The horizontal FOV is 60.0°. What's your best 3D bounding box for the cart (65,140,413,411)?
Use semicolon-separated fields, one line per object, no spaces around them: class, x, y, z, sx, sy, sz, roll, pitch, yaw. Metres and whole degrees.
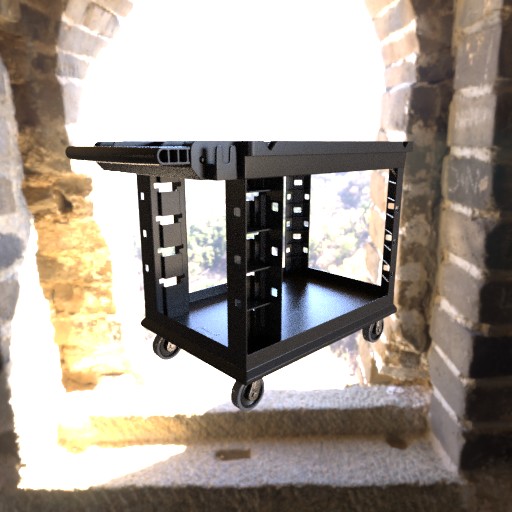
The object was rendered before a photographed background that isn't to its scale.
cart;0.000;0.000;1.763;1.239;0.884;0.674;-13;19;-42
